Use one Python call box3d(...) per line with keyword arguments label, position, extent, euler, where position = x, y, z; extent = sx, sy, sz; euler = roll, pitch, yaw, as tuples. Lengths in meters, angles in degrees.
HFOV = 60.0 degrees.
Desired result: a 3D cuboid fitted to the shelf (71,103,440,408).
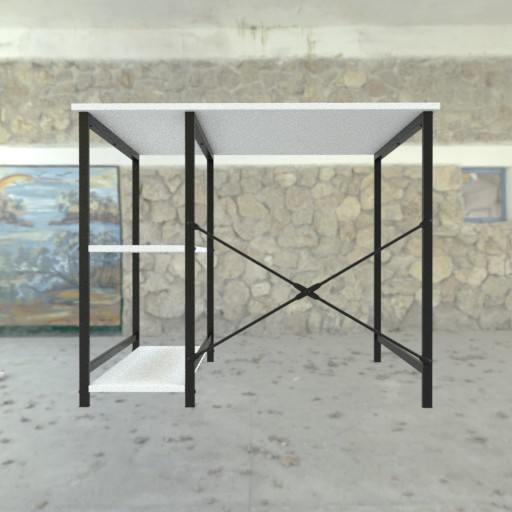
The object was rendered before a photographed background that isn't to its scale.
box3d(label="shelf", position=(0.000, 0.000, 1.334), extent=(0.902, 0.750, 0.498), euler=(0, 0, 0))
